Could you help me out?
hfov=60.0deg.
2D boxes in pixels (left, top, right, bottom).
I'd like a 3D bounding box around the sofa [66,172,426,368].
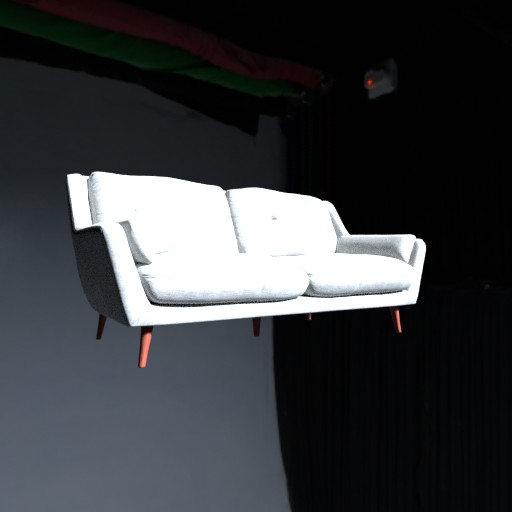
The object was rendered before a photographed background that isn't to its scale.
[{"bbox_3d":[0.000,0.000,2.481,1.930,0.897,0.976,1,-1,-35],"label":"sofa"}]
